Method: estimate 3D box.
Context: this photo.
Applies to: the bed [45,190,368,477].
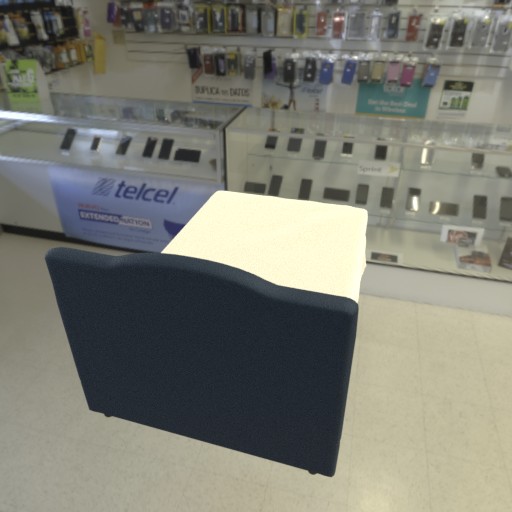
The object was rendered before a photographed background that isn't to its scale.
[{"bbox_3d":[0.000,0.000,3.529,1.741,1.441,2.507,9,34,14],"label":"bed"}]
